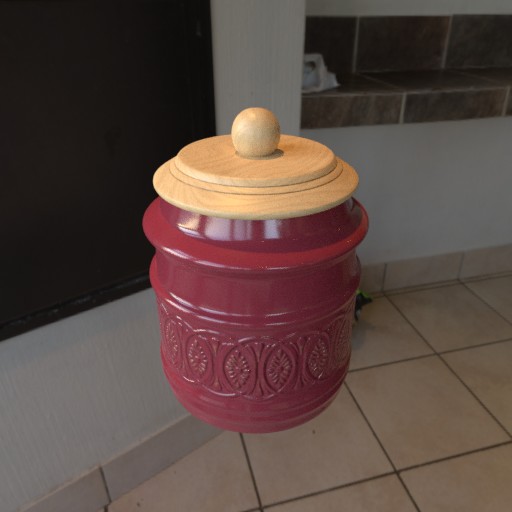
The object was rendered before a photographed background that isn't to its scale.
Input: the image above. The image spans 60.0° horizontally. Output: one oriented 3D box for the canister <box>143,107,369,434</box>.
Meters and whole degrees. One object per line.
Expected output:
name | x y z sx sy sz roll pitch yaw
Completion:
canister | 0.000 0.000 0.274 0.130 0.176 0.130 0 30 0
